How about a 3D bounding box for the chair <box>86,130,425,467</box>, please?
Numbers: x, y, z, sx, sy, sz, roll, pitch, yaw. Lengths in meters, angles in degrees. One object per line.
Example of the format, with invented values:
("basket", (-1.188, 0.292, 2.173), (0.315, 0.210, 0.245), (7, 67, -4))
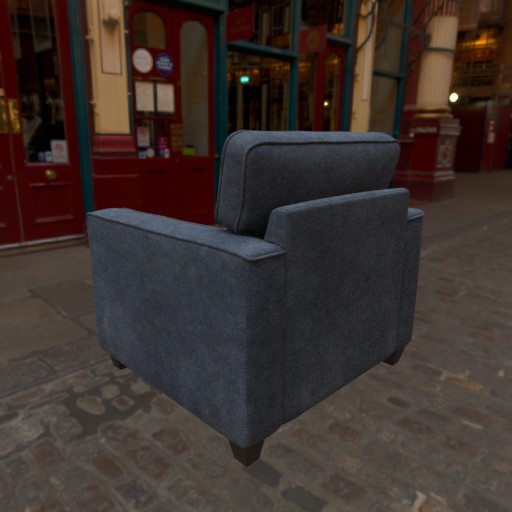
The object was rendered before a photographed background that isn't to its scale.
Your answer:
("chair", (0.000, 0.000, 1.787), (1.015, 0.965, 0.939), (-14, 21, -43))
